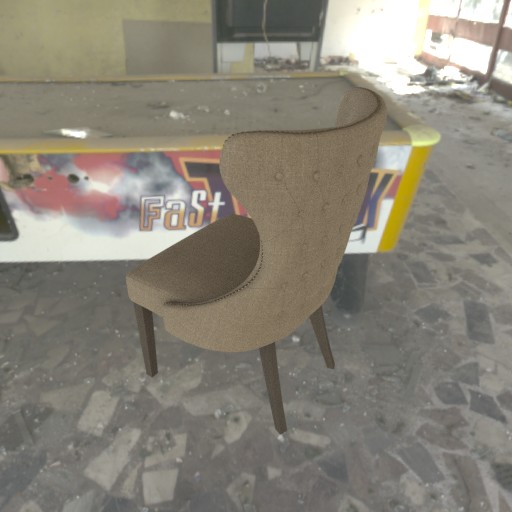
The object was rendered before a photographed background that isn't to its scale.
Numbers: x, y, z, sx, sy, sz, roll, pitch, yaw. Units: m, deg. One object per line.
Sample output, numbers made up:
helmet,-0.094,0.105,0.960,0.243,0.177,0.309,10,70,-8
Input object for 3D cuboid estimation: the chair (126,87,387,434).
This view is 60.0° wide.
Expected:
chair,0.000,0.000,1.389,0.635,0.967,0.628,20,37,30
